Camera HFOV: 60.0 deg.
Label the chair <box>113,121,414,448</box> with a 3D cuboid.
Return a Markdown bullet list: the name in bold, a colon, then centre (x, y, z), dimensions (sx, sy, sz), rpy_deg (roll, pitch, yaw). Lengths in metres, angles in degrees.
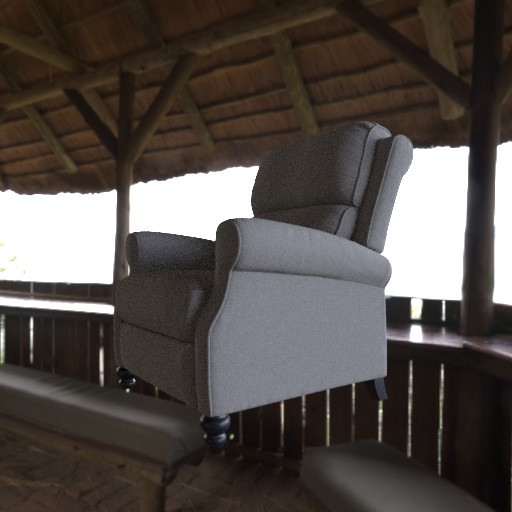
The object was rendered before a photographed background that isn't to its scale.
- **chair**: centre (0.000, 0.000, 1.720), dimensions (0.919, 1.046, 0.859), rpy_deg (0, -1, -36)
